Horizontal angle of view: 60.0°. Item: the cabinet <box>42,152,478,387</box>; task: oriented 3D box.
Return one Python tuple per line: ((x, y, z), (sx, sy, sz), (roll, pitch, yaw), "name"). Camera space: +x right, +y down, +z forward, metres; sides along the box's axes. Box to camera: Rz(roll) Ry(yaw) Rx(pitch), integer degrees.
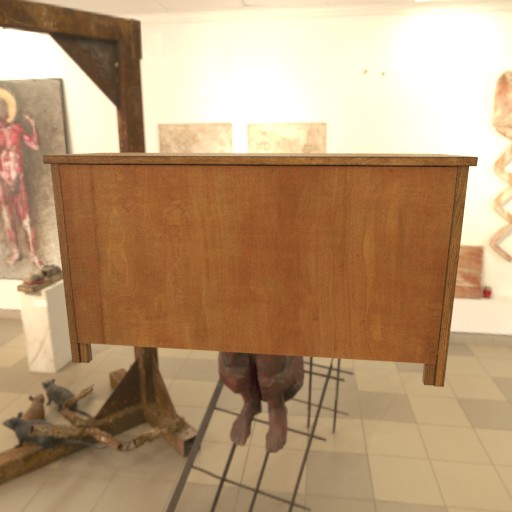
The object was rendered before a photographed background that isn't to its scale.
((0.000, 0.000, 1.818), (1.474, 0.813, 0.480), (2, 14, 7), "cabinet")
